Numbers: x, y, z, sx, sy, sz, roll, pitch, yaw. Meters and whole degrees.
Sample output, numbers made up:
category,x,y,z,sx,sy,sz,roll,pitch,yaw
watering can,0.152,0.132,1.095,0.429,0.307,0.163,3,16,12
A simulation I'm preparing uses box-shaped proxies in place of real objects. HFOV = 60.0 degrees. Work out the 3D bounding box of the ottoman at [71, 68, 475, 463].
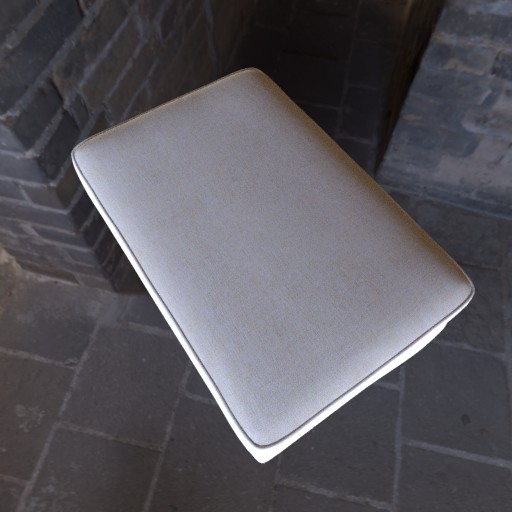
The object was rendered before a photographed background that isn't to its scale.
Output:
category,x,y,z,sx,sy,sz,roll,pitch,yaw
ottoman,0.000,0.000,1.187,0.583,0.484,0.862,-31,66,-16
